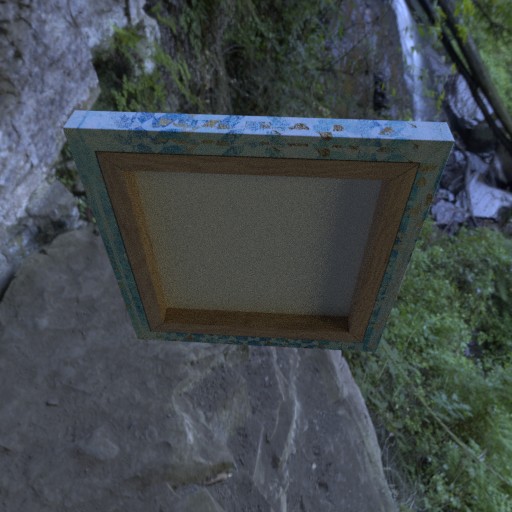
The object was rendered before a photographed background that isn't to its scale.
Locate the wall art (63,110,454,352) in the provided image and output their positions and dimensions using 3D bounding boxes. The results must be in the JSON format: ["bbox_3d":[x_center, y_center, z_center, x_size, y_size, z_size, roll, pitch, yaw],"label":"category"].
[{"bbox_3d":[0.000,0.000,0.616,0.405,0.405,0.037,3,47,2],"label":"wall art"}]
